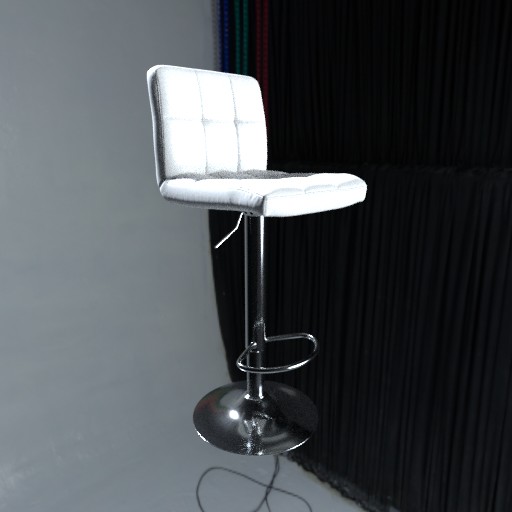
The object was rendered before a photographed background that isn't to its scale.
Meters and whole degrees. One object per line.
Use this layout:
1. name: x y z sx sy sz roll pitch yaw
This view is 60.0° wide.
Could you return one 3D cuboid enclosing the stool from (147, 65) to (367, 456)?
1. stool: 0.000 0.000 1.369 0.430 1.115 0.505 -13 19 -42
